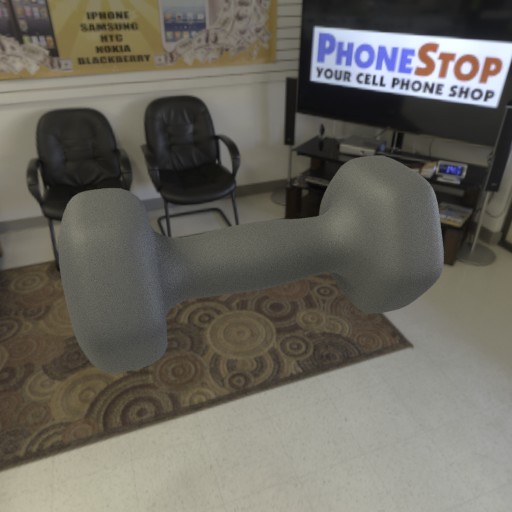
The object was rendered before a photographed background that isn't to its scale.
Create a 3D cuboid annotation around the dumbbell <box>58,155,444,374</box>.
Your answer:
[{"bbox_3d":[0.000,0.000,0.299,0.240,0.105,0.116,-10,34,-15],"label":"dumbbell"}]
